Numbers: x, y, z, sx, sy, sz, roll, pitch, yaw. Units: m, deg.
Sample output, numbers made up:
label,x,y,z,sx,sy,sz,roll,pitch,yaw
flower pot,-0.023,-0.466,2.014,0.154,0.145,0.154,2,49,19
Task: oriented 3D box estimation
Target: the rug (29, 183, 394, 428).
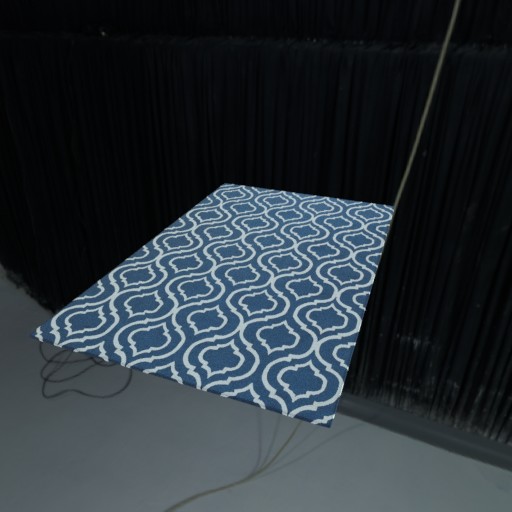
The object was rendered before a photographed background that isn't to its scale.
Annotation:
label,x,y,z,sx,sy,sz,roll,pitch,yaw
rug,0.000,0.000,2.181,1.143,0.010,1.753,11,31,18
